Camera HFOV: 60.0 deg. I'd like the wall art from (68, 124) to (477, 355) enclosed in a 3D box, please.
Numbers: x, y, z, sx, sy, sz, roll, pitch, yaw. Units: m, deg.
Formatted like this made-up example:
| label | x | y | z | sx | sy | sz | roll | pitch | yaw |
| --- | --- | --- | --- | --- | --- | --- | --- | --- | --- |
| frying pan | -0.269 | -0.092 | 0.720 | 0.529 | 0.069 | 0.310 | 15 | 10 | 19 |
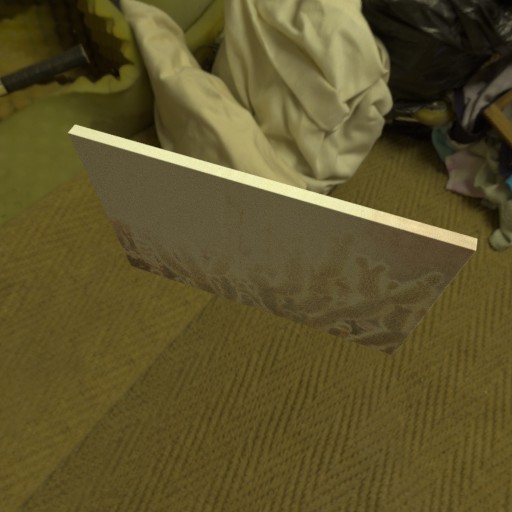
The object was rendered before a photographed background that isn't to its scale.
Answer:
| label | x | y | z | sx | sy | sz | roll | pitch | yaw |
| --- | --- | --- | --- | --- | --- | --- | --- | --- | --- |
| wall art | 0.000 | 0.000 | 1.500 | 1.142 | 0.758 | 0.041 | 18 | 60 | 11 |
